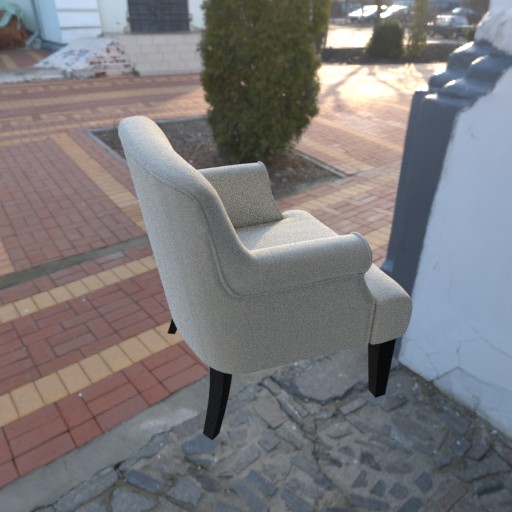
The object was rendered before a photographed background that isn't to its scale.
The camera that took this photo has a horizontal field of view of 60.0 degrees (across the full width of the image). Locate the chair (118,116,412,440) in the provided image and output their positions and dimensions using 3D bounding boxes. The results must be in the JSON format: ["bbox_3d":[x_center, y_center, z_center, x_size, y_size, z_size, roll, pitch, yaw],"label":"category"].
[{"bbox_3d":[0.000,0.000,1.468,0.750,0.875,0.781,-11,31,-19],"label":"chair"}]
